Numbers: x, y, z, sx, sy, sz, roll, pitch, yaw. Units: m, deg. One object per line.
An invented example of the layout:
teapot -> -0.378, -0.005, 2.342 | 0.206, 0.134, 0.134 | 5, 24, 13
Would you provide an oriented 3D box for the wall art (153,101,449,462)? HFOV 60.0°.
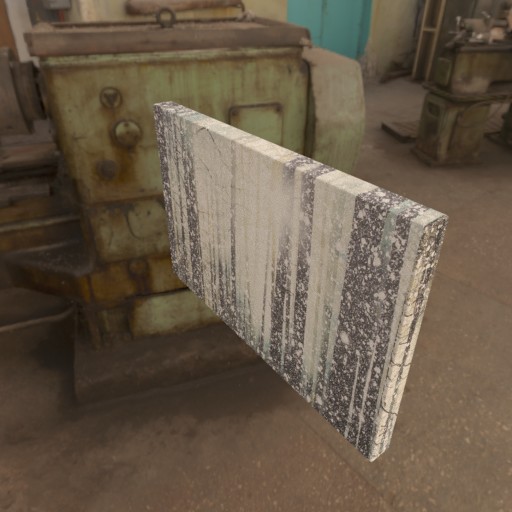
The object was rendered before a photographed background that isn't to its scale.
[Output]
wall art -> 0.000, 0.000, 0.767 | 0.042, 0.398, 0.618 | -22, 38, -30
